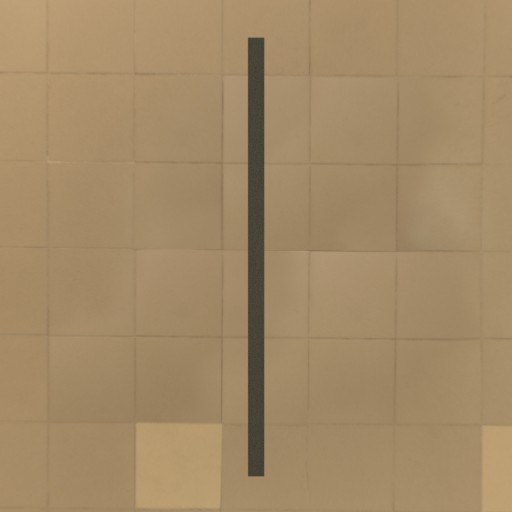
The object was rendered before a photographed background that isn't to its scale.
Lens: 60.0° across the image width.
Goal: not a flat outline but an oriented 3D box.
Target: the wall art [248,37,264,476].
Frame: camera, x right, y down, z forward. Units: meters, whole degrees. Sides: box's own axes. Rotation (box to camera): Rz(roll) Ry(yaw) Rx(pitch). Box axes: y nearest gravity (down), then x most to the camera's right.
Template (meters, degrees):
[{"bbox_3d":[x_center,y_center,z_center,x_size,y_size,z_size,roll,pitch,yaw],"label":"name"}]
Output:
[{"bbox_3d":[0.000,0.000,1.533,0.038,1.016,1.016,0,91,0],"label":"wall art"}]
